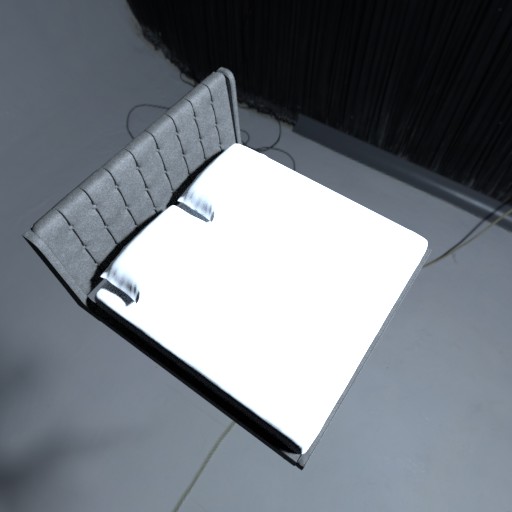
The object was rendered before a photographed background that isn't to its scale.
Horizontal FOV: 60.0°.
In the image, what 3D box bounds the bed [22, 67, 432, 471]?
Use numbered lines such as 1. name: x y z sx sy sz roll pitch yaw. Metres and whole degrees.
1. bed: 0.000 0.000 2.552 1.638 0.933 1.531 31 63 17
